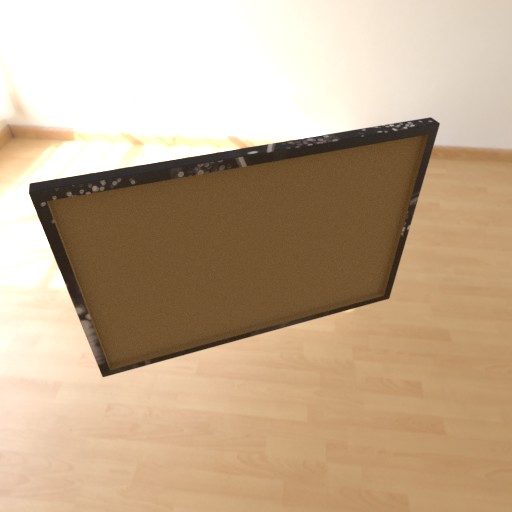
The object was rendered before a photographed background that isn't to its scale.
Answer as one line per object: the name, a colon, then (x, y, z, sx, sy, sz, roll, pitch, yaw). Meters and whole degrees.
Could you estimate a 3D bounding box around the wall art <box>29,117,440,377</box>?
wall art: (0.000, 0.000, 1.155, 0.914, 0.609, 0.038, -13, 43, -14)
